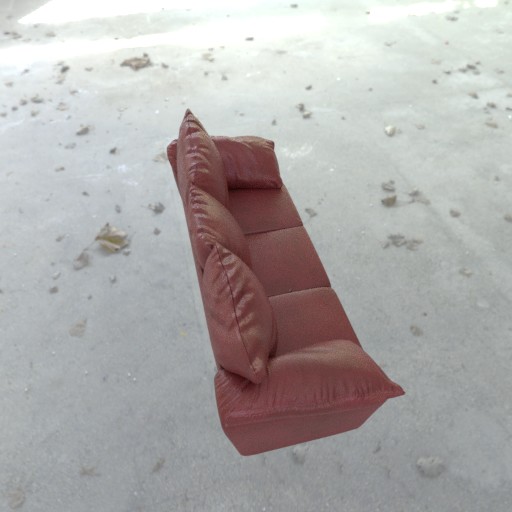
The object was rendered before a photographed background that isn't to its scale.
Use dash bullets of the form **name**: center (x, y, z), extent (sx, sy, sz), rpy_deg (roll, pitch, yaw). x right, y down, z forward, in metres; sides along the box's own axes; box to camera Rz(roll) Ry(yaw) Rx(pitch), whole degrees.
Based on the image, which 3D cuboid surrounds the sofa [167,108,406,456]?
- **sofa**: center (0.000, 0.000, 2.932), extent (0.907, 1.091, 2.390), rpy_deg (-10, 47, -9)
